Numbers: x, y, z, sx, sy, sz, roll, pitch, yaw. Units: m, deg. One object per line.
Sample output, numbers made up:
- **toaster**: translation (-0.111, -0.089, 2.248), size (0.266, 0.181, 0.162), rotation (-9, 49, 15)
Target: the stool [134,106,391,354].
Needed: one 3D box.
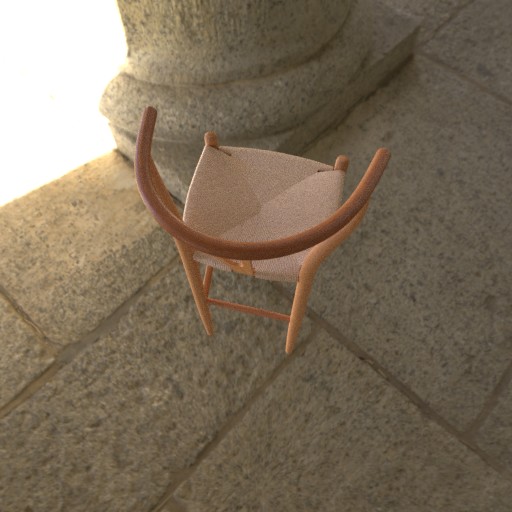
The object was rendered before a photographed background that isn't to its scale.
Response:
- **stool**: translation (0.000, 0.000, 1.381), size (0.574, 1.068, 0.561), rotation (12, 63, 6)
